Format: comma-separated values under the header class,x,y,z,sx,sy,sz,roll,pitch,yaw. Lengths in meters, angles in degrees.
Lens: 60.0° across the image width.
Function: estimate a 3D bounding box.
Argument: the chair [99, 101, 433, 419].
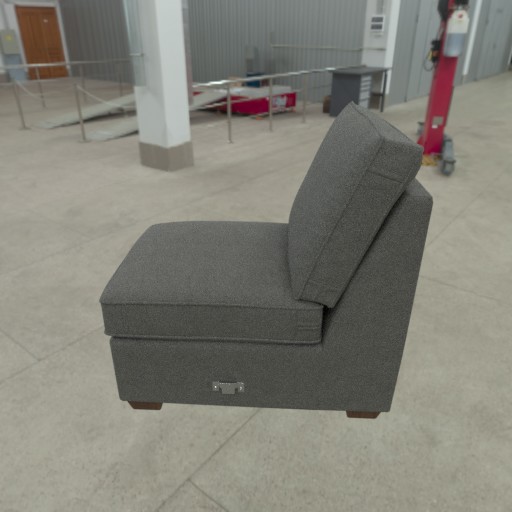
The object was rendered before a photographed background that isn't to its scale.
class,x,y,z,sx,sy,sz,roll,pitch,yaw
chair,0.000,0.000,1.553,0.938,0.970,0.621,1,27,3
